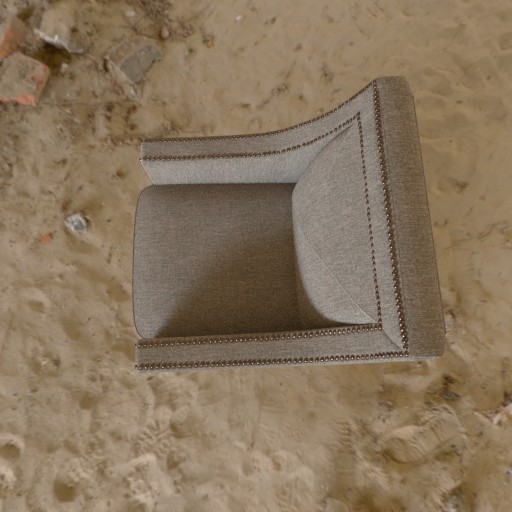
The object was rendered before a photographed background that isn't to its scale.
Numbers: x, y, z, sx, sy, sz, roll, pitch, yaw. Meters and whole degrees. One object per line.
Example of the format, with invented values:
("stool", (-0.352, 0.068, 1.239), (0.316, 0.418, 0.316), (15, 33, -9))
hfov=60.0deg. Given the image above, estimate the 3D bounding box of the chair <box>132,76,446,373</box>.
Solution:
("chair", (0.000, 0.000, 1.581), (0.884, 0.967, 0.776), (-2, 76, -1))
